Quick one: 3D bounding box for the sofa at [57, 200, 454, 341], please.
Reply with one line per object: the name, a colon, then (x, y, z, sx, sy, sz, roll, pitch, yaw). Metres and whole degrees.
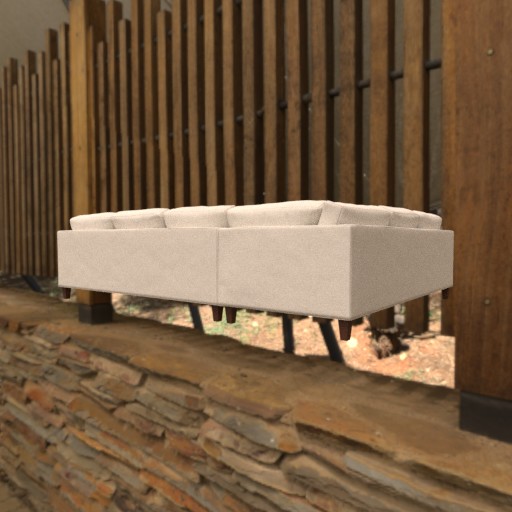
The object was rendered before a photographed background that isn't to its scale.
sofa: (0.000, 0.000, 4.455, 3.182, 0.863, 2.432, 2, 3, 37)
